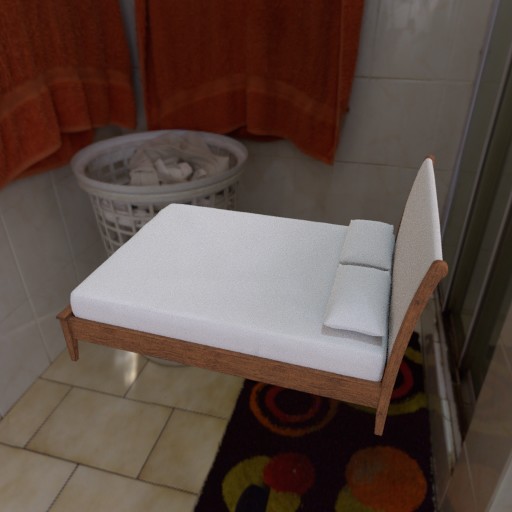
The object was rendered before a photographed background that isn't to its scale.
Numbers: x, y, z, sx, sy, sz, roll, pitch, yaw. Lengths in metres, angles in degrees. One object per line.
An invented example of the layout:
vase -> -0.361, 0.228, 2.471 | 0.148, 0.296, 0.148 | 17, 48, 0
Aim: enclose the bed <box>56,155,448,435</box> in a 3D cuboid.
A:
bed -> 0.000, 0.000, 2.965 | 2.108, 1.135, 1.502 | 9, 32, 14
